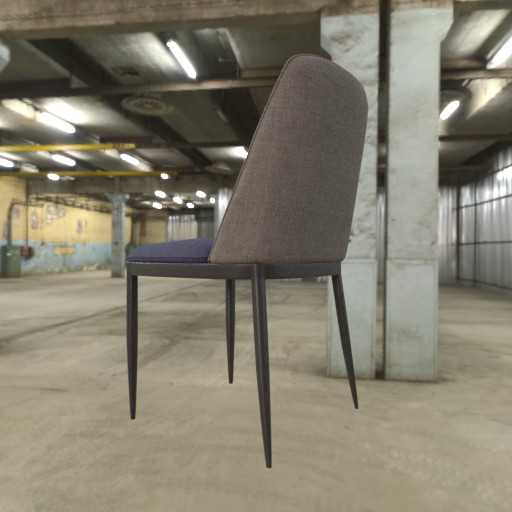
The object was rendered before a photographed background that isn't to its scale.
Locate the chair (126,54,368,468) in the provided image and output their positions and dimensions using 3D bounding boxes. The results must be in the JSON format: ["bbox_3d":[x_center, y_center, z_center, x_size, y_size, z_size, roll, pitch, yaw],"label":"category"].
[{"bbox_3d":[0.000,0.000,1.174,0.550,0.855,0.488,0,0,36],"label":"chair"}]
